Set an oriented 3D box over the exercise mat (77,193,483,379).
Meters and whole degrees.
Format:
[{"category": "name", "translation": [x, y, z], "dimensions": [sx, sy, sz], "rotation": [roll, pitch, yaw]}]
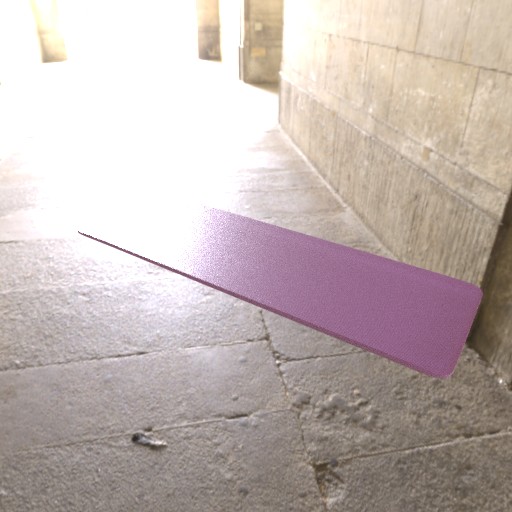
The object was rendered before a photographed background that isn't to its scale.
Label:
[{"category": "exercise mat", "translation": [0.000, 0.000, 2.051], "dimensions": [1.869, 0.021, 0.616], "rotation": [19, 35, 29]}]
